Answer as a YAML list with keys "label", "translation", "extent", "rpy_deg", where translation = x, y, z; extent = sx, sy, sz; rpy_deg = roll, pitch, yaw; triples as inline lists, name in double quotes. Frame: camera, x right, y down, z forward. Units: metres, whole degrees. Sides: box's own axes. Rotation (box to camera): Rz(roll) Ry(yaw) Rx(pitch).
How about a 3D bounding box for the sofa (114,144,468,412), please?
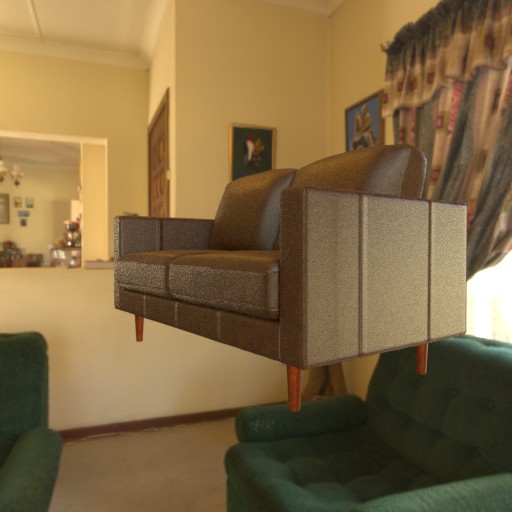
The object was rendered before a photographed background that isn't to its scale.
- label: "sofa"
  translation: [0.000, 0.000, 2.108]
  extent: [0.909, 0.951, 1.578]
  rpy_deg: [-1, 1, -36]
